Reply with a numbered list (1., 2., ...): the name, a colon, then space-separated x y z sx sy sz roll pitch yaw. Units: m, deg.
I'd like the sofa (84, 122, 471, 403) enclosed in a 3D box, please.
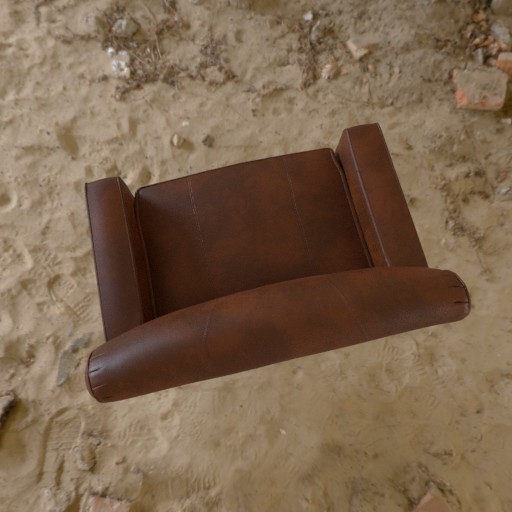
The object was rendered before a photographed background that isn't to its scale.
1. sofa: 0.000 0.000 2.045 1.413 0.956 1.000 -13 75 -3
